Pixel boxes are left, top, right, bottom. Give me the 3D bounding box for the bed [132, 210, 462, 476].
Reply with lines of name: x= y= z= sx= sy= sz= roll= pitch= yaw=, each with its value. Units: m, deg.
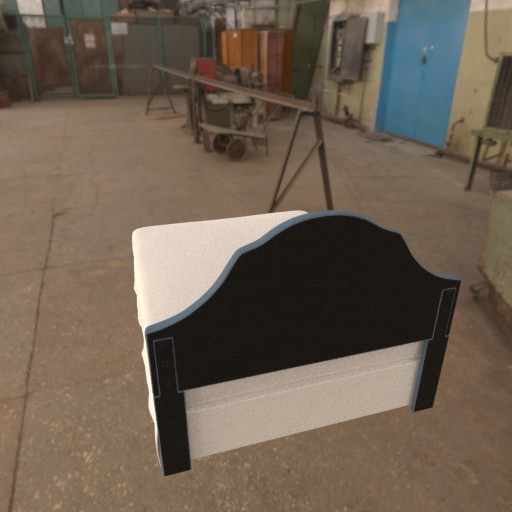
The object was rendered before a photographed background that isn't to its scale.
bed: x=0.000 y=0.000 z=3.707 sx=2.039 sy=1.617 sz=2.477 roll=-8 pitch=27 yaw=-15
